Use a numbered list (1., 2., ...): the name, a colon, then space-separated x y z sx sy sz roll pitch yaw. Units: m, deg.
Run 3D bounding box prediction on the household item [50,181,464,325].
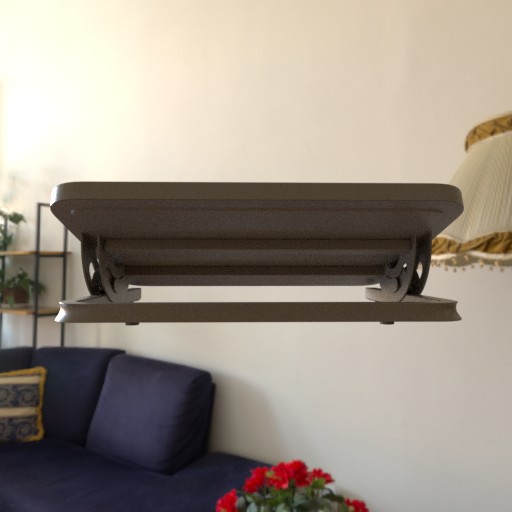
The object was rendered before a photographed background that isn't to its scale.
1. household item: 0.000 0.000 0.533 0.390 0.126 0.301 0 -1 -2
